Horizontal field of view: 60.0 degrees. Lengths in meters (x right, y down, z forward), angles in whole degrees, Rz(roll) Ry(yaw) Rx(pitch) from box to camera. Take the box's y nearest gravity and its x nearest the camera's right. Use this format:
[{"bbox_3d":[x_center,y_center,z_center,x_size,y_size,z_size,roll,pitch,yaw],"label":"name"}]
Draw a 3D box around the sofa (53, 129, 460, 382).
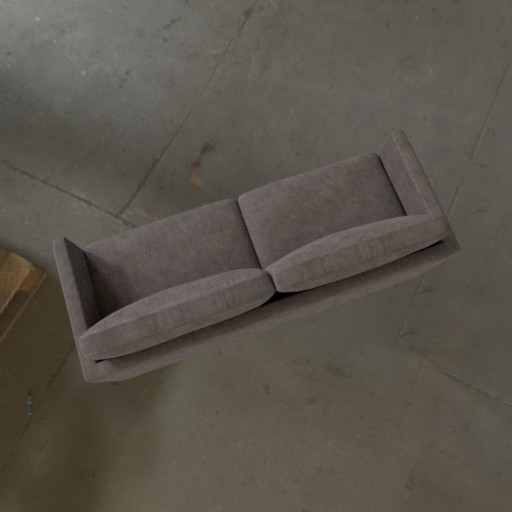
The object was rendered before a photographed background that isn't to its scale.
[{"bbox_3d":[0.000,0.000,3.037,2.434,0.965,0.951,-19,76,-5],"label":"sofa"}]
